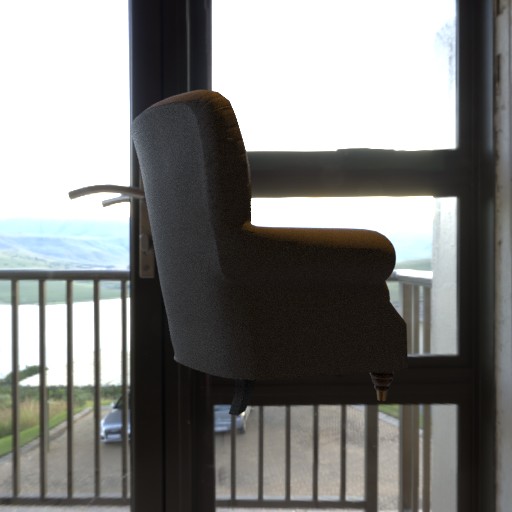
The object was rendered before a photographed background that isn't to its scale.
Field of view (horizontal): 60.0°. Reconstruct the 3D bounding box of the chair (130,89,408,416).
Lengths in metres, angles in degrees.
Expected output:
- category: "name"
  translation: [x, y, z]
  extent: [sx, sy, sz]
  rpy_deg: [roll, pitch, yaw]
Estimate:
- category: "chair"
  translation: [0.000, 0.000, 1.807]
  extent: [0.983, 1.046, 0.983]
  rpy_deg: [0, 0, -17]
